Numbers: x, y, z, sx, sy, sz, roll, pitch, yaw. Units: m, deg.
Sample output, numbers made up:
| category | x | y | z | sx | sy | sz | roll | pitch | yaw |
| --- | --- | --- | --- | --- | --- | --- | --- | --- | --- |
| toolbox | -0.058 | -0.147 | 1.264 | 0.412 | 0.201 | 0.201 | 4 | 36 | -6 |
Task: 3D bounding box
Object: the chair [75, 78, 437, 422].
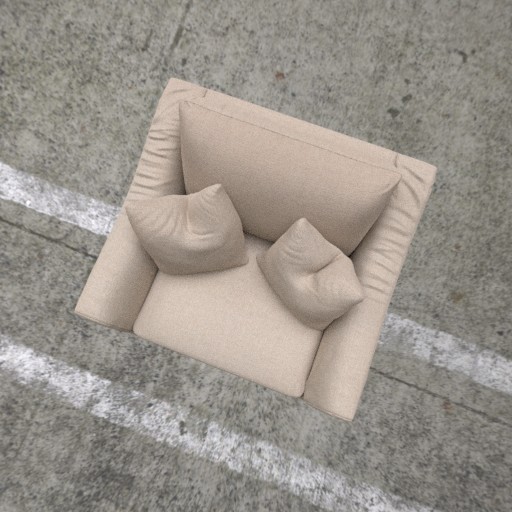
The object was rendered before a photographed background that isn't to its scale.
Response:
| category | x | y | z | sx | sy | sz | roll | pitch | yaw |
| --- | --- | --- | --- | --- | --- | --- | --- | --- | --- |
| chair | 0.000 | 0.000 | 2.031 | 1.194 | 1.093 | 1.071 | 20 | 77 | 5 |
